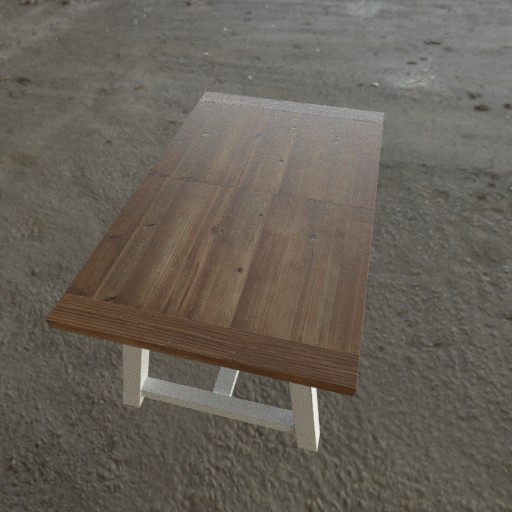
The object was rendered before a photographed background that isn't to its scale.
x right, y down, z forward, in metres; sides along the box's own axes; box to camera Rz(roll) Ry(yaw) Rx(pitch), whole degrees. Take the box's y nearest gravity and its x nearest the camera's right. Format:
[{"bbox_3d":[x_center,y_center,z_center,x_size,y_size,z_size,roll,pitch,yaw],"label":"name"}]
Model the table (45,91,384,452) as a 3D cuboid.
[{"bbox_3d":[0.000,0.000,2.019,0.922,0.743,1.503,10,47,10],"label":"table"}]
